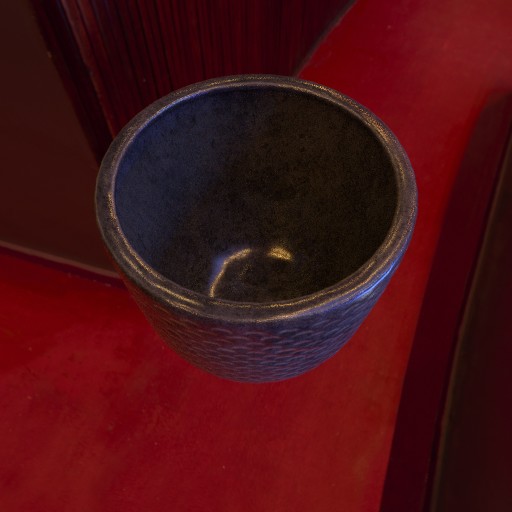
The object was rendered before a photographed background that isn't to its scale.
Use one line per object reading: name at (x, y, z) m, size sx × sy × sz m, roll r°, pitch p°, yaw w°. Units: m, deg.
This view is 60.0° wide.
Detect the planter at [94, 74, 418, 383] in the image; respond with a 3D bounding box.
planter at (0.000, 0.000, 0.350) m, size 0.197 × 0.191 × 0.197 m, roll 0°, pitch 58°, yaw 0°
